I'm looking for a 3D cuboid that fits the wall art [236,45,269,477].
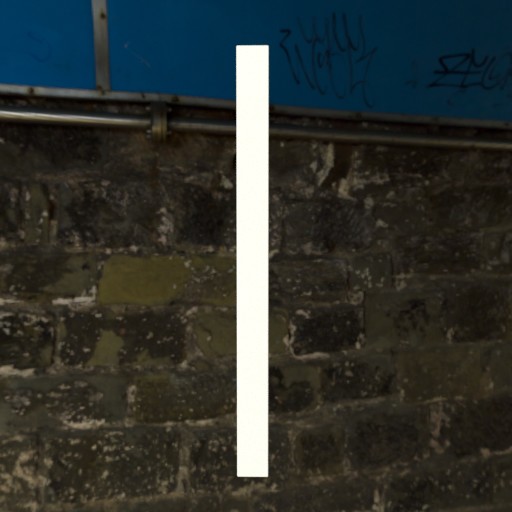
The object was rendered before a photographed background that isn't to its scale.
[{"bbox_3d":[0.000,0.000,0.774,0.037,0.508,0.508,0,3,1],"label":"wall art"}]
